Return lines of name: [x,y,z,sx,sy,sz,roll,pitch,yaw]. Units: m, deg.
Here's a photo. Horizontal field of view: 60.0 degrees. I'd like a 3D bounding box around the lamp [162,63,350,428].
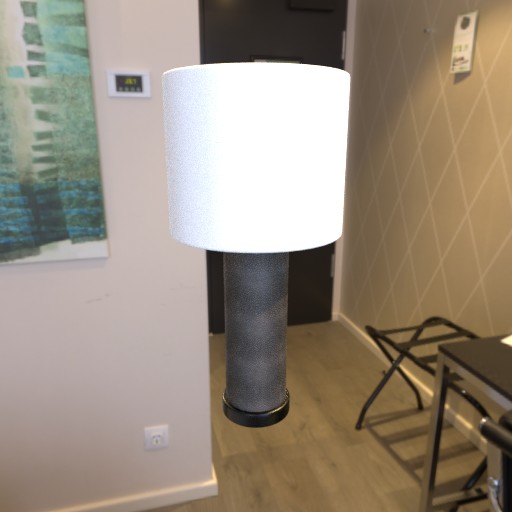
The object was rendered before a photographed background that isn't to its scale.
lamp: [0.000,0.000,0.814,0.305,0.634,0.305,15,21,43]
